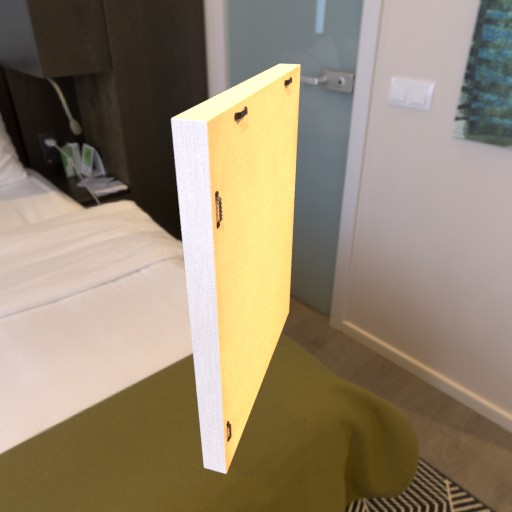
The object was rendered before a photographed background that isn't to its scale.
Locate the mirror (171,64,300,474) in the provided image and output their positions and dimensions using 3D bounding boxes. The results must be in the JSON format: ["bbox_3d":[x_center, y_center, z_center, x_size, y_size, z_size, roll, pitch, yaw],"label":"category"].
[{"bbox_3d":[0.000,0.000,0.693,0.041,0.509,0.406,9,31,14],"label":"mirror"}]
